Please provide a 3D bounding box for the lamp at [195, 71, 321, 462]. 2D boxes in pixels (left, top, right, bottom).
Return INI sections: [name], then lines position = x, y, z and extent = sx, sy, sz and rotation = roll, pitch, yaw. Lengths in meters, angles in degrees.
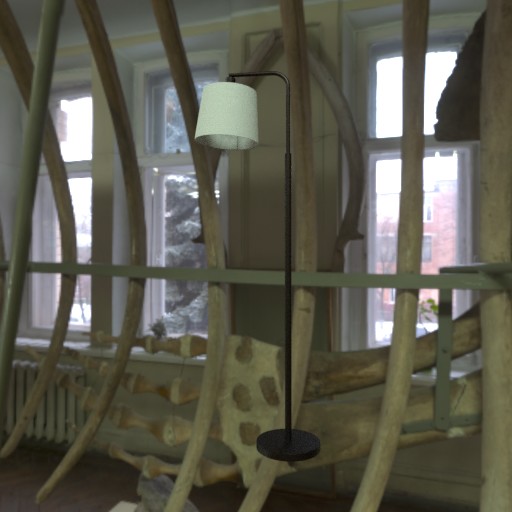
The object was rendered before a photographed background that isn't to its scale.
[lamp]
position = 0.000, 0.000, 1.756
extent = 0.508, 1.478, 0.254
rotation = 0, -1, 18
